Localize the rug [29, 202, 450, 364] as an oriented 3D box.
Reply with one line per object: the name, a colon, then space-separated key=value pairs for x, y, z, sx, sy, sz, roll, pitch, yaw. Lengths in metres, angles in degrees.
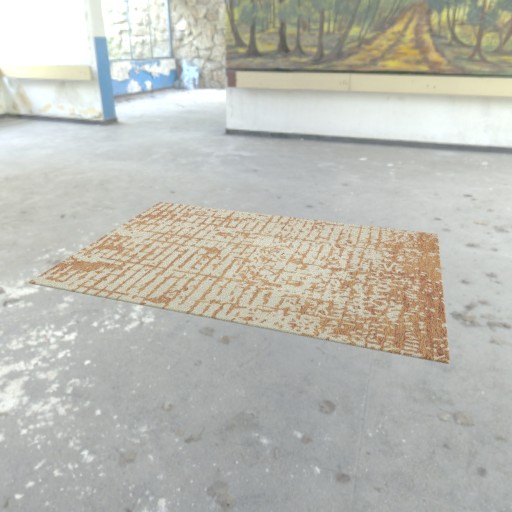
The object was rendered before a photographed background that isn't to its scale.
rug: x=0.000 y=0.000 z=2.323 sx=1.829 sy=0.011 sz=1.219 roll=8 pitch=27 yaw=17
